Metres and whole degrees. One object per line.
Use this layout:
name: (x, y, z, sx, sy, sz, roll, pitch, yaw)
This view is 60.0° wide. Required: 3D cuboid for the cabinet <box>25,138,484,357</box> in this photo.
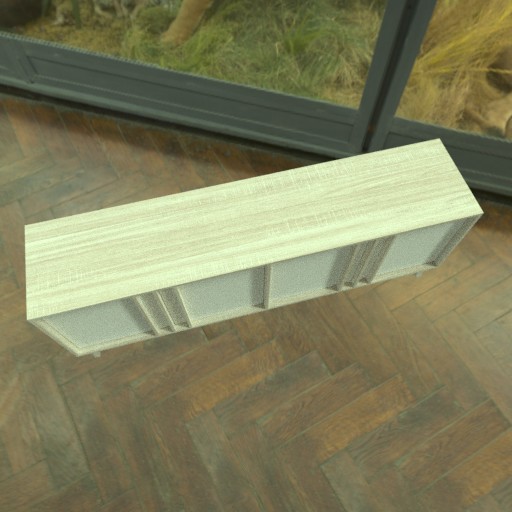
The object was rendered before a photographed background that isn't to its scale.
cabinet: (0.000, 0.000, 2.523, 2.200, 0.780, 0.500, -13, 63, -7)
